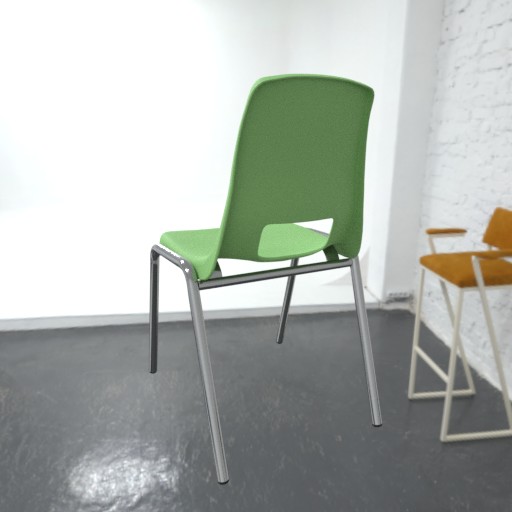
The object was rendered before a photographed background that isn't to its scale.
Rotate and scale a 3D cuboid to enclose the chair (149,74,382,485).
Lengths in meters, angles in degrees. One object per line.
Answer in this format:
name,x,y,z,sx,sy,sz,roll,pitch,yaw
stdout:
chair,0.000,0.000,0.916,0.381,0.653,0.436,-7,17,-26
